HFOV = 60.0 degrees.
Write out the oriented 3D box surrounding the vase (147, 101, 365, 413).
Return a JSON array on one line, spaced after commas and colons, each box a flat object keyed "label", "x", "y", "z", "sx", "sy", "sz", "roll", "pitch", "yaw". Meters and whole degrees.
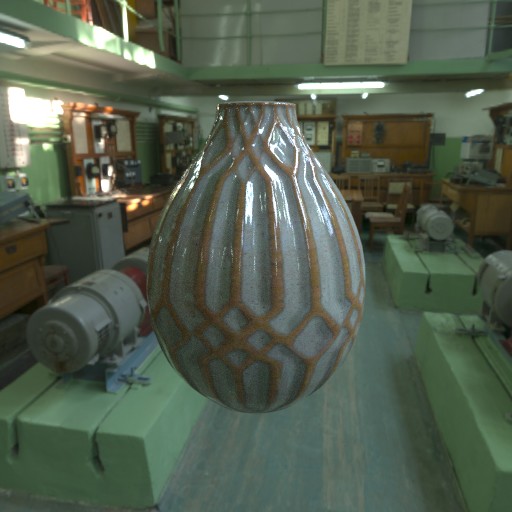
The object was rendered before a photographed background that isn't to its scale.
[{"label": "vase", "x": 0.000, "y": 0.000, "z": 0.269, "sx": 0.131, "sy": 0.175, "sz": 0.131, "roll": 0, "pitch": 15, "yaw": 0}]
